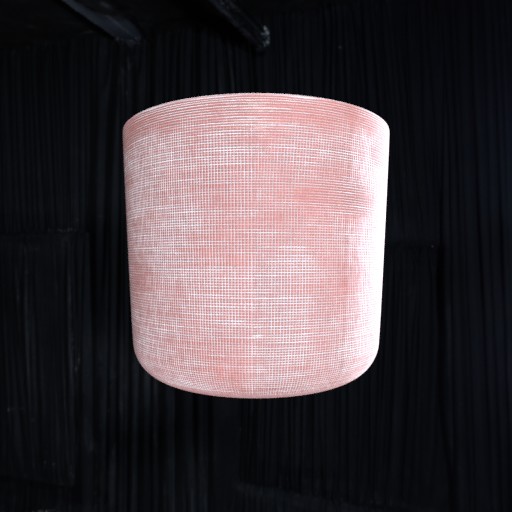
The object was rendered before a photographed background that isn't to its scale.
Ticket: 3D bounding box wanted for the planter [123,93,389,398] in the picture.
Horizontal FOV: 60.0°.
[{"bbox_3d":[0.000,0.000,0.762,0.440,0.398,0.440,0,0,0],"label":"planter"}]
